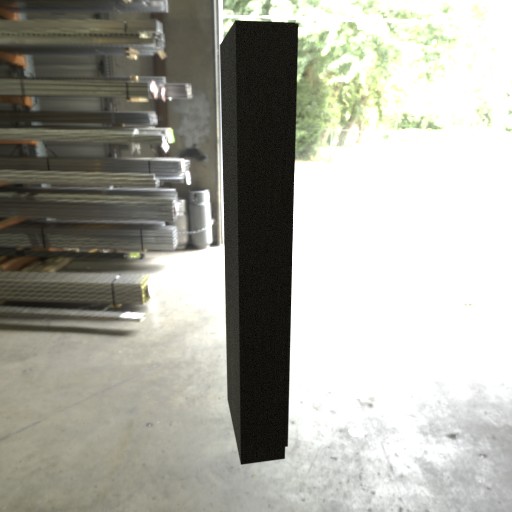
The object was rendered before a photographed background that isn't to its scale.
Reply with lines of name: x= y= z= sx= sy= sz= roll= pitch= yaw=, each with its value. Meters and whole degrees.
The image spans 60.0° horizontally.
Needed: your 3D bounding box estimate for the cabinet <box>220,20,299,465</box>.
cabinet: x=0.000 y=0.000 z=1.979 sx=0.230 sy=1.790 sz=0.500 roll=-3 pitch=17 yaw=-10
